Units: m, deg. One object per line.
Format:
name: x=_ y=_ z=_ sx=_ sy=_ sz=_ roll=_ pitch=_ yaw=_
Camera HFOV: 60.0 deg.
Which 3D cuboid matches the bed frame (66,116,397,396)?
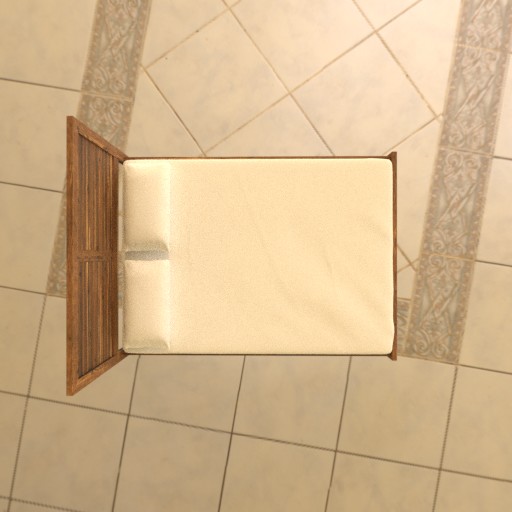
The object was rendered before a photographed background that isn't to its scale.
bed frame: x=0.000 y=0.000 z=3.368 sx=2.276 sy=1.417 sz=1.696 roll=0 pitch=90 yaw=1
